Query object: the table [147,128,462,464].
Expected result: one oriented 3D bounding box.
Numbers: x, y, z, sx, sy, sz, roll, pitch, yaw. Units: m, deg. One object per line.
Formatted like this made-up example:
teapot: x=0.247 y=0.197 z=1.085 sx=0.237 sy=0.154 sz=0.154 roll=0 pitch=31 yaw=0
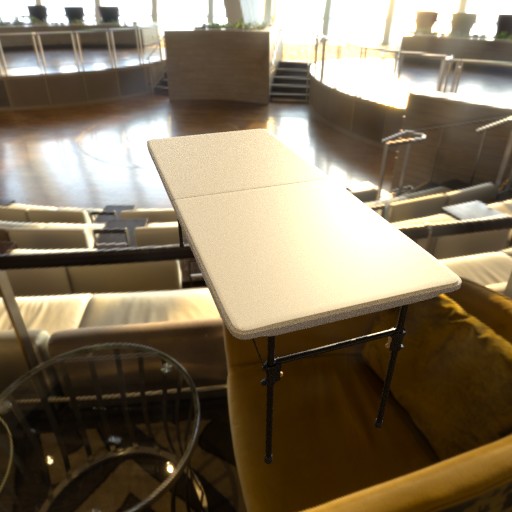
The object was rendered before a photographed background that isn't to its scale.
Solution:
table: x=0.000 y=0.000 z=2.190 sx=0.761 sy=0.719 sz=1.829 roll=-10 pitch=33 yaw=-16
